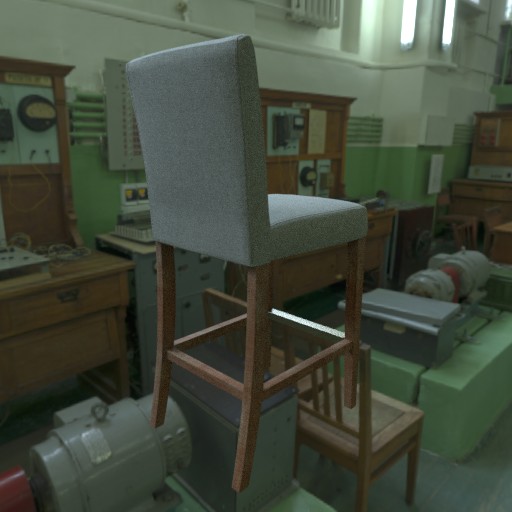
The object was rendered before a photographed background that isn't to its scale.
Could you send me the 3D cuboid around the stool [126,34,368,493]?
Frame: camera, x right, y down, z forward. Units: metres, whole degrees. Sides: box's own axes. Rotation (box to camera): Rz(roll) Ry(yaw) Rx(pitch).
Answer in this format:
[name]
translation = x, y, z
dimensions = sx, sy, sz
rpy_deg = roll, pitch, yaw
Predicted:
[stool]
translation = 0.000, 0.000, 1.331
dimensions = 0.439, 1.088, 0.570
rpy_deg = 14, 20, 42
